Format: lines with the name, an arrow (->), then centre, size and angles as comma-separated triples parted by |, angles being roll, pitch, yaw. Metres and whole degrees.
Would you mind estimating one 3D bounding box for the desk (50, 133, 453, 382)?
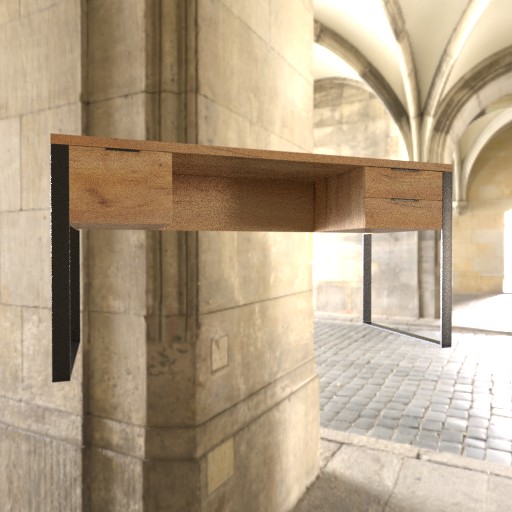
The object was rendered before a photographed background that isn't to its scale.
desk -> 0.000, 0.000, 1.874 | 1.520, 0.760, 0.600 | 0, 1, -19
